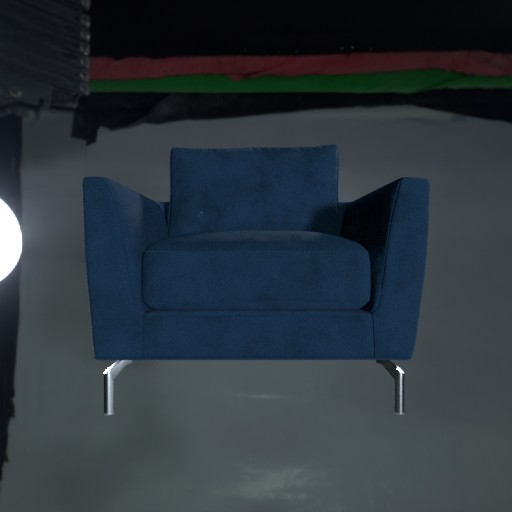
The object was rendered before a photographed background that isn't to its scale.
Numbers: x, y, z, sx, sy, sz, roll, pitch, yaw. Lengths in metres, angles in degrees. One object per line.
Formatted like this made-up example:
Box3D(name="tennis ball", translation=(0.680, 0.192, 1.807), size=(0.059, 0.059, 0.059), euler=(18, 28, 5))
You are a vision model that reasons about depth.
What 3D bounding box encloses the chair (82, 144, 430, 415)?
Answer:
Box3D(name="chair", translation=(0.000, 0.000, 1.592), size=(0.977, 0.893, 0.746), euler=(0, 1, 0))
